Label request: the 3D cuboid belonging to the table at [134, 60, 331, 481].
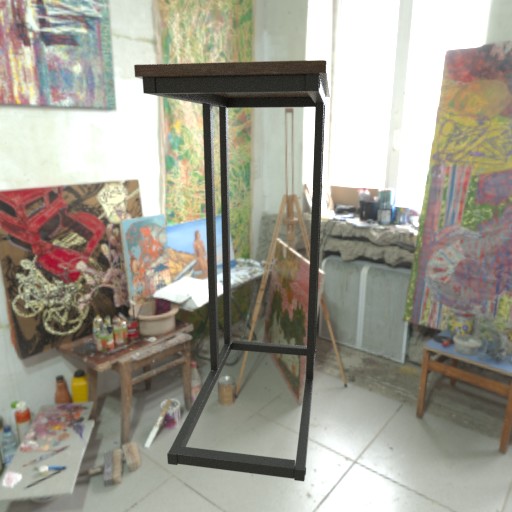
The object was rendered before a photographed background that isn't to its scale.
[{"bbox_3d":[0.000,0.000,0.862,0.254,0.637,0.450,3,16,9],"label":"table"}]
